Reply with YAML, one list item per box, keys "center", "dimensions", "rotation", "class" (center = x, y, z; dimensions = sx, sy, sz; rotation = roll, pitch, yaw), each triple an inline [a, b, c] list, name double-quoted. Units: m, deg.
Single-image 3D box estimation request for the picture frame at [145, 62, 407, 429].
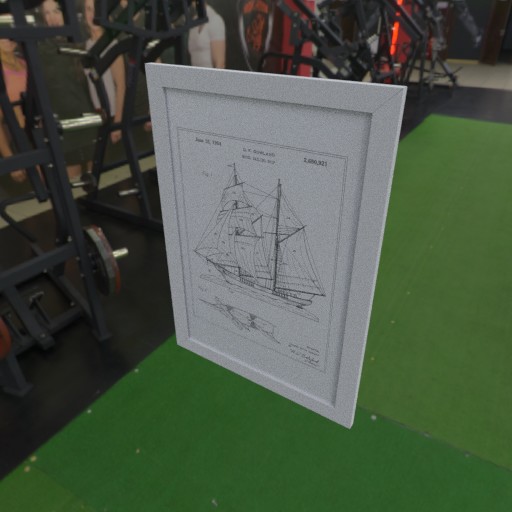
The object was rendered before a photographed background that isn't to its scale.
- center: [0.000, 0.000, 0.596]
  dimensions: [0.326, 0.459, 0.011]
  rotation: [18, 35, 28]
  class: "picture frame"
